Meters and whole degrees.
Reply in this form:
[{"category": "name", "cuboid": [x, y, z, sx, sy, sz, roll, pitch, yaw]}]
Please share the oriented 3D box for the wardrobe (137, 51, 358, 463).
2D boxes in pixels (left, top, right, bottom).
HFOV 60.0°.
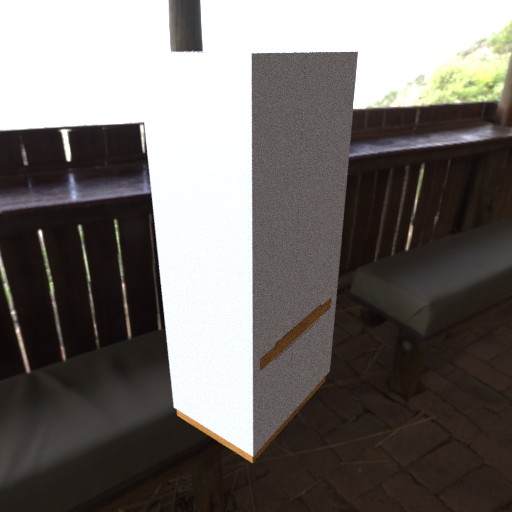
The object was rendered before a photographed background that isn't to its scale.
[{"category": "wardrobe", "cuboid": [0.000, 0.000, 2.436, 0.600, 2.040, 0.860, 18, 30, 33]}]
